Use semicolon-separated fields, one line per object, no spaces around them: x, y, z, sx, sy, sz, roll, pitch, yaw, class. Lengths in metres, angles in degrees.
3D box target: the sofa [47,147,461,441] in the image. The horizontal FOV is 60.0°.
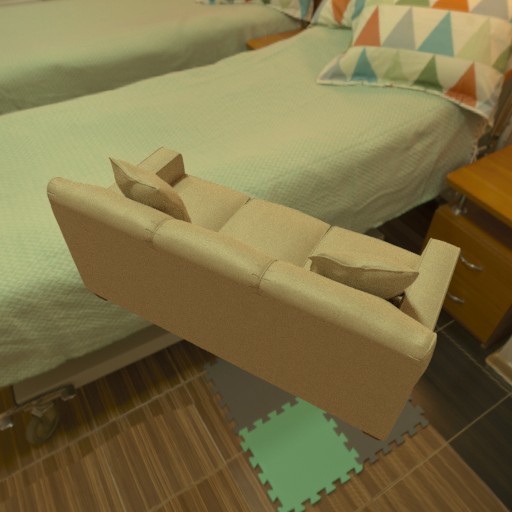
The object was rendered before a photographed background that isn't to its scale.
0.000;0.000;2.549;2.024;0.958;0.997;22;50;20;sofa
